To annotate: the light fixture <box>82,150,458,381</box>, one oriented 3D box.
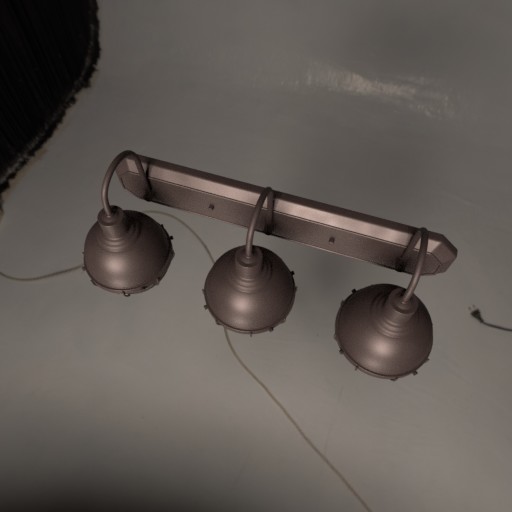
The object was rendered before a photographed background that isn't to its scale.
[{"bbox_3d":[0.000,0.000,0.743,0.634,0.254,0.229,16,61,9],"label":"light fixture"}]
